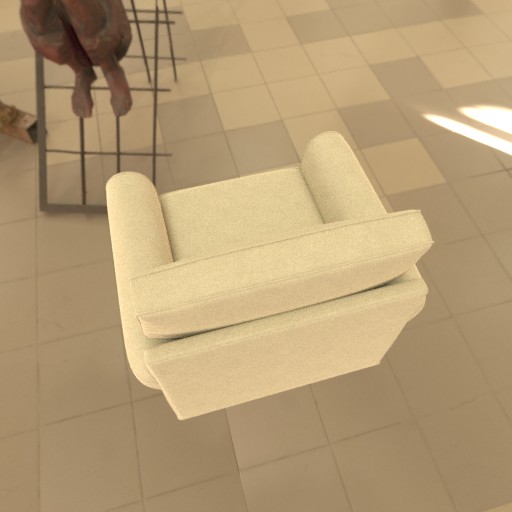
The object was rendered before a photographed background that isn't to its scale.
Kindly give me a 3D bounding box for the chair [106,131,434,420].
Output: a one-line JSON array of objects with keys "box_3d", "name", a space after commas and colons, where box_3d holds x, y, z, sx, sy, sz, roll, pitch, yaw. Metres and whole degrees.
[{"box_3d": [0.000, 0.000, 1.739, 1.040, 0.955, 0.863, -13, 58, -8], "name": "chair"}]
